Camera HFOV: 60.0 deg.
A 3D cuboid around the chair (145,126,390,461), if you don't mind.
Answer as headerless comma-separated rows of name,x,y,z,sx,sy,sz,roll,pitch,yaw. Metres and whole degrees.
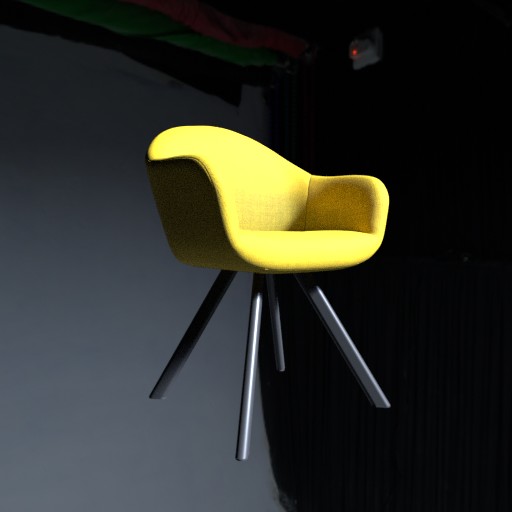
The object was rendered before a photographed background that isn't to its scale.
chair,0.000,0.000,1.236,0.590,0.795,0.550,-2,3,-37
